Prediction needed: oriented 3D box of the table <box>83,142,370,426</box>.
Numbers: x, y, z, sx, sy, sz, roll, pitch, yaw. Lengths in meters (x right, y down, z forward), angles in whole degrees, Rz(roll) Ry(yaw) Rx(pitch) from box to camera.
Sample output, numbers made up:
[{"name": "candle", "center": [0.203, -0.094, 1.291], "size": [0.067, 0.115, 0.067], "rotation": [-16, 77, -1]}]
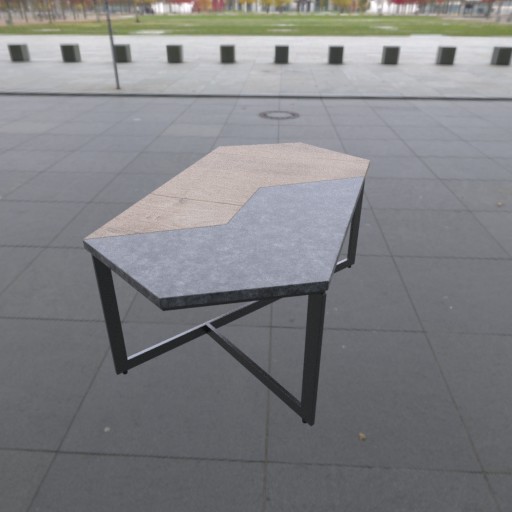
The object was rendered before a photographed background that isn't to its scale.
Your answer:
[{"name": "table", "center": [0.000, 0.000, 1.485], "size": [0.609, 0.457, 1.219], "rotation": [9, 30, 16]}]
